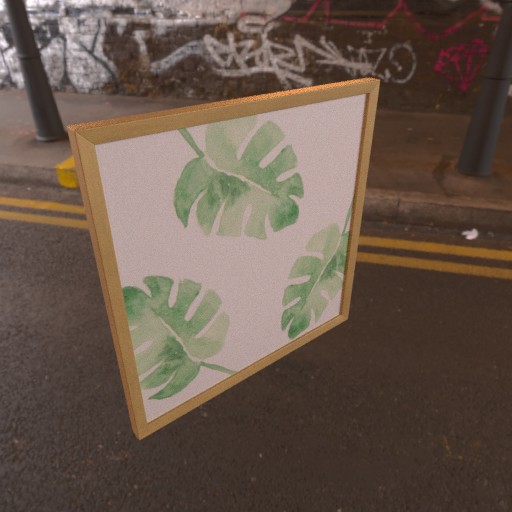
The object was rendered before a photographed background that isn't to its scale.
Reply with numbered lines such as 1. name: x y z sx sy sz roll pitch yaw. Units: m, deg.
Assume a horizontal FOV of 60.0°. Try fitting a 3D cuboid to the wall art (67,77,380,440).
1. wall art: 0.000 0.000 1.113 0.763 0.763 0.037 -22 37 -32
